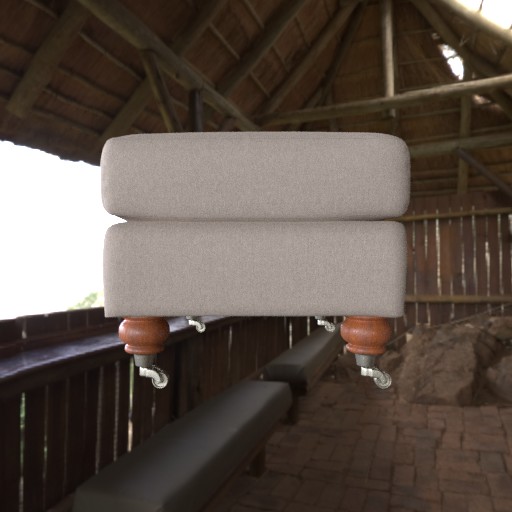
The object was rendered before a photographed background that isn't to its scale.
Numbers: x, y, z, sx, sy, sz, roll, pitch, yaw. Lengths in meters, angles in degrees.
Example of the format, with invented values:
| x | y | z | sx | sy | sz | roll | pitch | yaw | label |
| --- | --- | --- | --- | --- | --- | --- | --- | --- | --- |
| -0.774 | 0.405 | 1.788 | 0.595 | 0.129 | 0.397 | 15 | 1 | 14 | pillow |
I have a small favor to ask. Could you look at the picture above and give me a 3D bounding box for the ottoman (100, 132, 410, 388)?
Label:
| x | y | z | sx | sy | sz | roll | pitch | yaw | label |
| --- | --- | --- | --- | --- | --- | --- | --- | --- | --- |
| 0.000 | 0.000 | 1.151 | 0.574 | 0.497 | 0.773 | 0 | 0 | 0 | ottoman |
